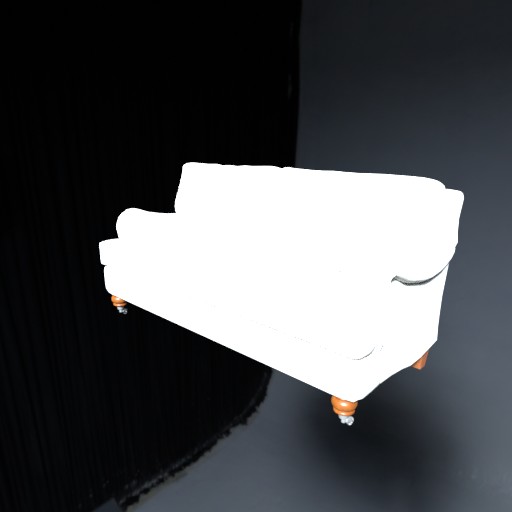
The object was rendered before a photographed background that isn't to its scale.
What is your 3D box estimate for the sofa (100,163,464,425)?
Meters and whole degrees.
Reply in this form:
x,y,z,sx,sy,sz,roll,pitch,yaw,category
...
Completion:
x,y,z,sx,sy,sz,roll,pitch,yaw,category
0.000,0.000,2.820,2.159,1.087,1.086,14,21,41,sofa
